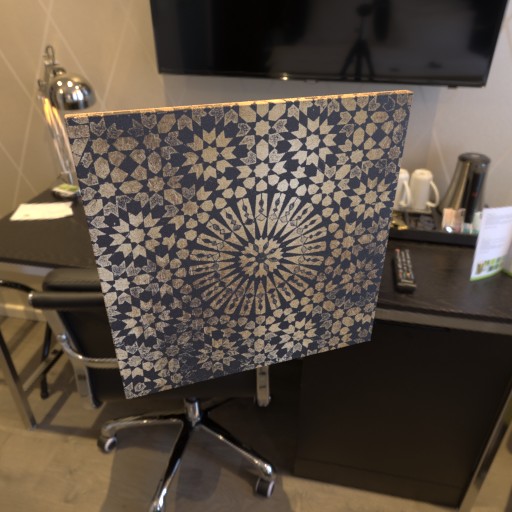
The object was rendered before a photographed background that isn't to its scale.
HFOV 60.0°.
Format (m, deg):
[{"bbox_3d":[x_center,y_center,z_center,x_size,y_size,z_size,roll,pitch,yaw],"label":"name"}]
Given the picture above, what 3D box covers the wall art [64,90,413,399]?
[{"bbox_3d":[0.000,0.000,1.361,0.914,0.914,0.038,-10,33,-16],"label":"wall art"}]
